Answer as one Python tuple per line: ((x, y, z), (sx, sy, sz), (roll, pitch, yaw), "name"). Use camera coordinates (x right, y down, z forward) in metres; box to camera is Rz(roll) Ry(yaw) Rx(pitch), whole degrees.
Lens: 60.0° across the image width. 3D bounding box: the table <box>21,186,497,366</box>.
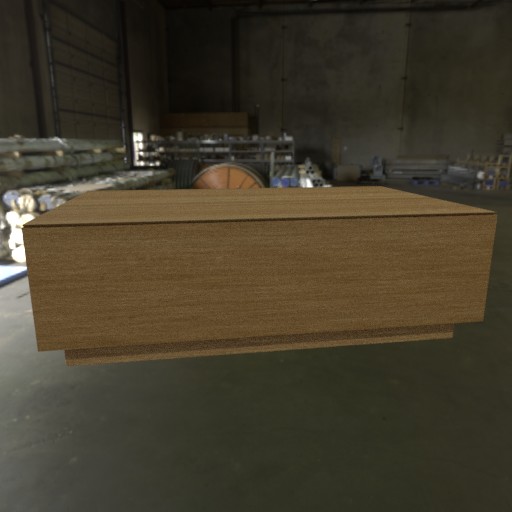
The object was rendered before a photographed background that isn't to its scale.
((0.000, 0.000, 1.386), (1.110, 0.353, 0.678), (-2, 15, -9), "table")
